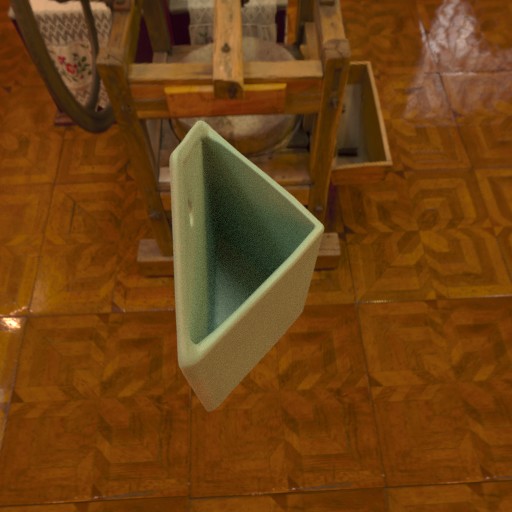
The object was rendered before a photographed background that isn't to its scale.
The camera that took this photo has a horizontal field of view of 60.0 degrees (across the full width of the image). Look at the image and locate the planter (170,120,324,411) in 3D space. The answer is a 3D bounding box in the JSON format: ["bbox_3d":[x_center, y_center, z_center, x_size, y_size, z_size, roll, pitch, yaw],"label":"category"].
[{"bbox_3d":[0.000,0.000,0.287,0.079,0.197,0.164,0,62,0],"label":"planter"}]
